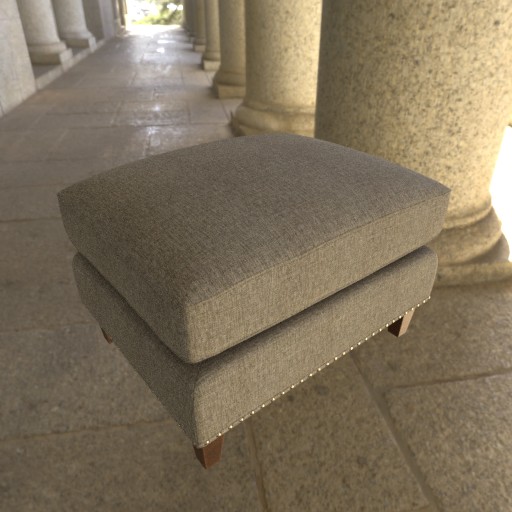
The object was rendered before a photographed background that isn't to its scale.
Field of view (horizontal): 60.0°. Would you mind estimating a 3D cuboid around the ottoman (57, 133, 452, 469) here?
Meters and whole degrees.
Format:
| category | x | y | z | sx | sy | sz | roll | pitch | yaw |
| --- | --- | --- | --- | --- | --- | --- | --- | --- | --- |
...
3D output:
| category | x | y | z | sx | sy | sz | roll | pitch | yaw |
| --- | --- | --- | --- | --- | --- | --- | --- | --- | --- |
| ottoman | 0.000 | 0.000 | 1.111 | 0.741 | 0.513 | 0.584 | -22 | 37 | -33 |
